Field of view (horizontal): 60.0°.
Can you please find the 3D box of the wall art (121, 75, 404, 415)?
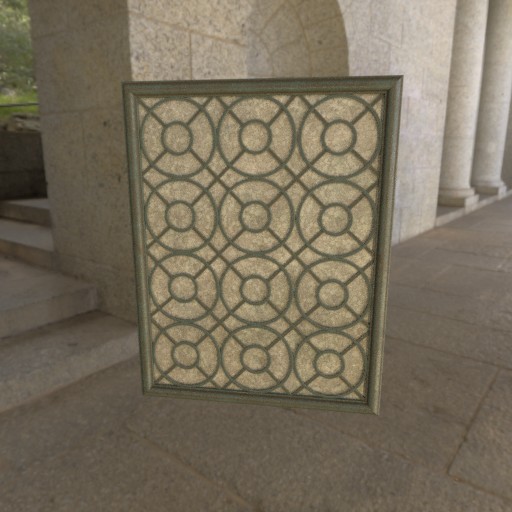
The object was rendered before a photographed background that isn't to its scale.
[{"bbox_3d":[0.000,0.000,1.308,0.767,0.983,0.030,2,14,8],"label":"wall art"}]
